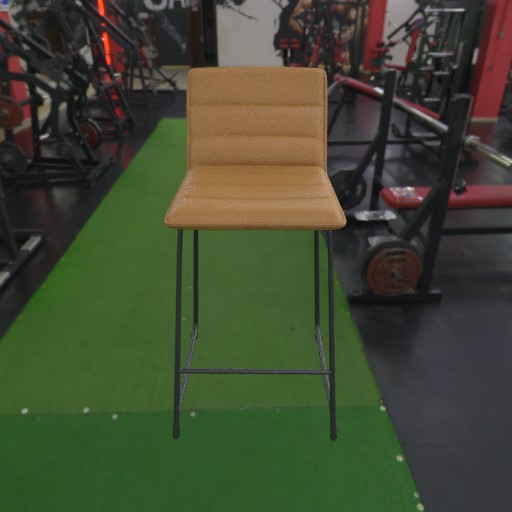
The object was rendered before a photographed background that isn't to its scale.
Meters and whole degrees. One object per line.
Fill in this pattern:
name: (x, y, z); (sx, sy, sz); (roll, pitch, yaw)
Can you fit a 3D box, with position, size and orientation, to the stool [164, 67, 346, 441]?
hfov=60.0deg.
stool: (0.000, 0.000, 1.248); (0.489, 0.936, 0.524); (0, 29, 1)
